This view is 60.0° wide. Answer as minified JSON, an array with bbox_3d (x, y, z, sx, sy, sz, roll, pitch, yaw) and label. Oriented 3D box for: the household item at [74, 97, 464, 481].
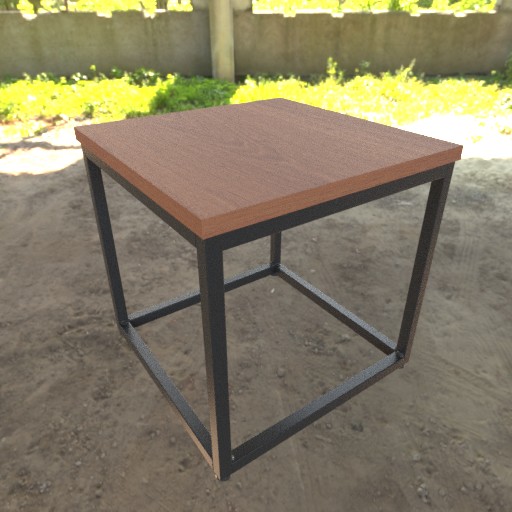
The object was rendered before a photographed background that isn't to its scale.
[{"bbox_3d":[0.000,0.000,0.735,0.400,0.400,0.400,-20,36,-30],"label":"household item"}]
